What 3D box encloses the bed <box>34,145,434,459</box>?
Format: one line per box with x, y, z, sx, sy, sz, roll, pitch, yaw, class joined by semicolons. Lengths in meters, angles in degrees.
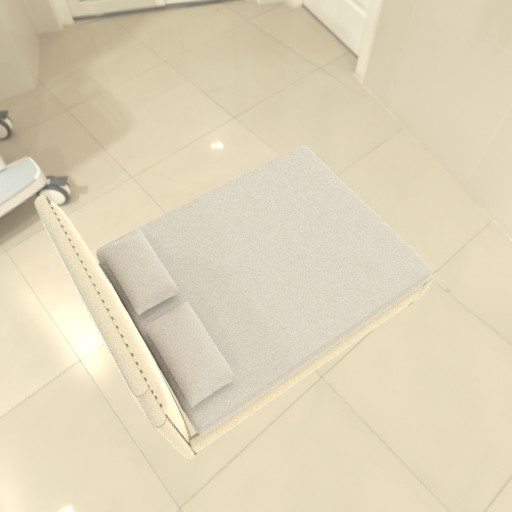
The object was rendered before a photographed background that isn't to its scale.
0.000;0.000;3.354;2.372;1.497;1.712;-30;63;-17;bed
